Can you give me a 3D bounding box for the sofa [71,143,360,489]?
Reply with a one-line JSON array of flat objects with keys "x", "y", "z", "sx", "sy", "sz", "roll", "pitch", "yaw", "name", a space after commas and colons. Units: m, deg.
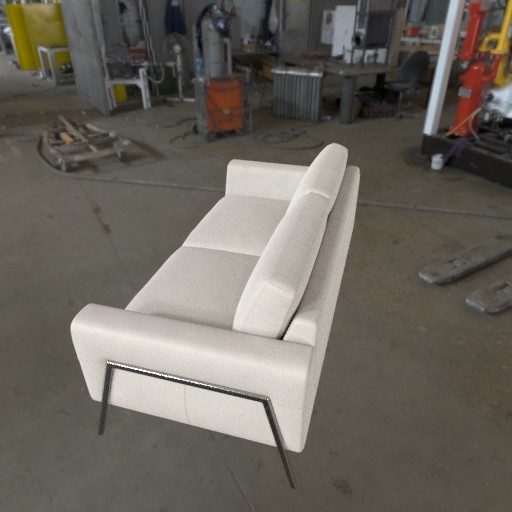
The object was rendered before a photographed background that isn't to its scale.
[{"x": 0.000, "y": 0.000, "z": 2.504, "sx": 0.953, "sy": 0.875, "sz": 2.017, "roll": 9, "pitch": 32, "yaw": 14, "name": "sofa"}]
